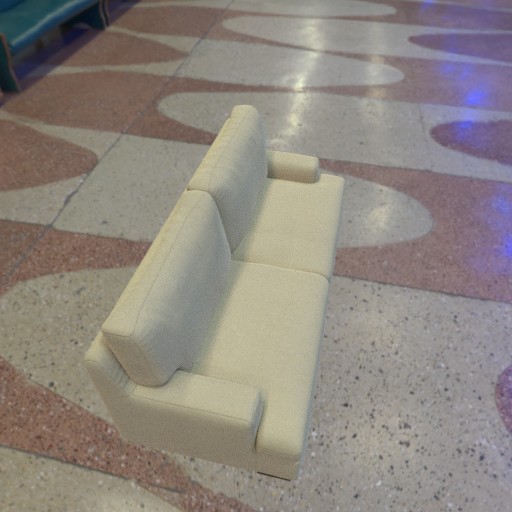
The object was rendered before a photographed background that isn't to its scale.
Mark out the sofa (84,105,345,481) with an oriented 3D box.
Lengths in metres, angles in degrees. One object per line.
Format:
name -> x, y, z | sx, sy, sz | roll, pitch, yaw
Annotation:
sofa -> 0.000, 0.000, 2.629 | 0.929, 0.925, 2.147 | 9, 45, 10
